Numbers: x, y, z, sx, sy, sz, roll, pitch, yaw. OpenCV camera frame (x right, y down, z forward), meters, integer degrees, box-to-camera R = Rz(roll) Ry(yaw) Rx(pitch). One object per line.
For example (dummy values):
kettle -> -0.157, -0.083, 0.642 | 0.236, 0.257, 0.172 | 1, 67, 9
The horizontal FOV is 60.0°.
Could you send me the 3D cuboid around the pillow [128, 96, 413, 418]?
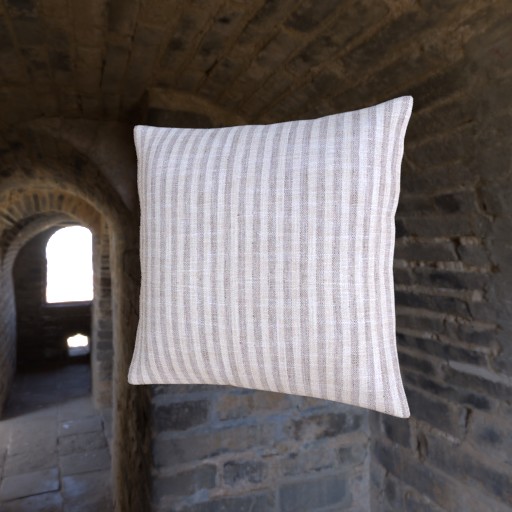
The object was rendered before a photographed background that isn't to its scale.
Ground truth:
pillow -> 0.000, 0.000, 0.786 | 0.523, 0.510, 0.166 | 0, 0, 19
